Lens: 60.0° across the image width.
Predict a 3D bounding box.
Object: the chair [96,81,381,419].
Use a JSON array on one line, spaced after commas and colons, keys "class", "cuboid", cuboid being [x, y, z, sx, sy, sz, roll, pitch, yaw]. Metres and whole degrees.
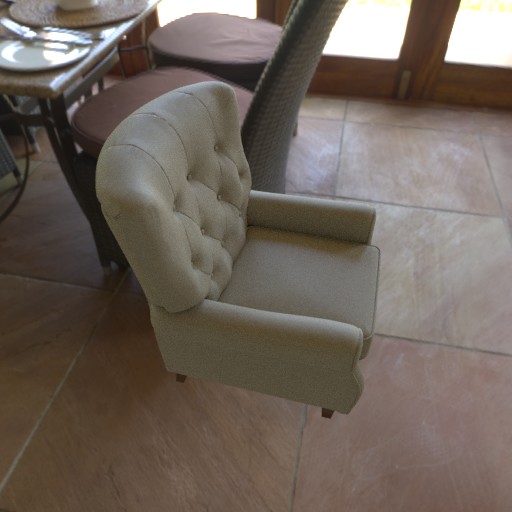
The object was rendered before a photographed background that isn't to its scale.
[{"class": "chair", "cuboid": [0.000, 0.000, 1.879, 1.059, 1.158, 0.943, 11, 45, 11]}]
